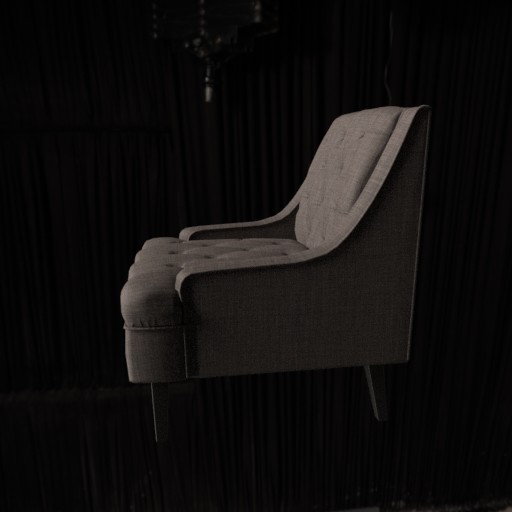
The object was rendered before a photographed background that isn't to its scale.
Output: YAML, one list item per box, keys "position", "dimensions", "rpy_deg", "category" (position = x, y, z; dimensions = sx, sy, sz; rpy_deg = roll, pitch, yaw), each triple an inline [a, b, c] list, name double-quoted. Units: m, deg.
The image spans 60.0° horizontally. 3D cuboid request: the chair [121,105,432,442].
- position: [0.000, 0.000, 1.412]
  dimensions: [0.771, 0.891, 0.655]
  rpy_deg: [-2, 14, -8]
  category: "chair"
